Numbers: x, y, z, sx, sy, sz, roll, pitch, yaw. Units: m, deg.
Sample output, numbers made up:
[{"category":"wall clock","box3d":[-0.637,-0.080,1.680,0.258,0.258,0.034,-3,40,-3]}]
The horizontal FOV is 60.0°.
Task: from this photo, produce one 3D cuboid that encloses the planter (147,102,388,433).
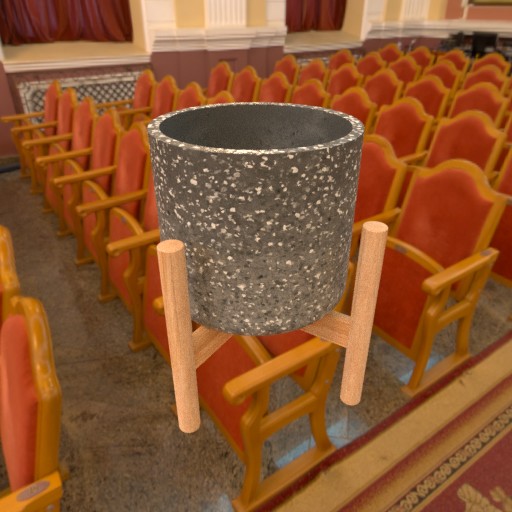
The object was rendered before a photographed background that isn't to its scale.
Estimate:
[{"category":"planter","box3d":[0.000,0.000,0.542,0.284,0.320,0.284,-18,34,-29]}]
